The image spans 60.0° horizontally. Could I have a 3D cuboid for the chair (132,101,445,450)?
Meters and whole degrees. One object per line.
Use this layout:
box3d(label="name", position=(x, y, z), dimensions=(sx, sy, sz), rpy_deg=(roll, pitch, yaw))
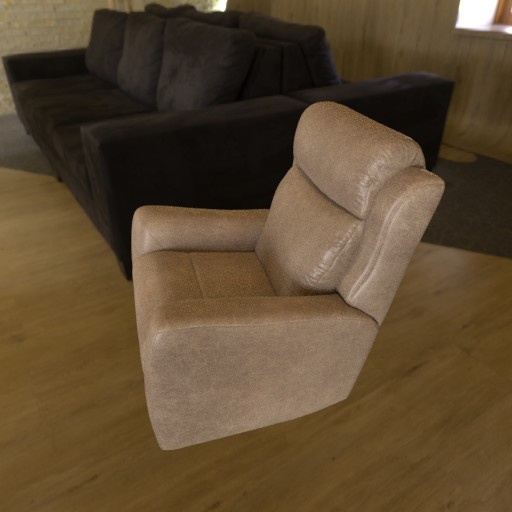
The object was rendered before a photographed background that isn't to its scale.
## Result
box3d(label="chair", position=(0.000, 0.000, 1.898), dimensions=(1.068, 1.116, 0.965), rpy_deg=(-9, 33, -14))
